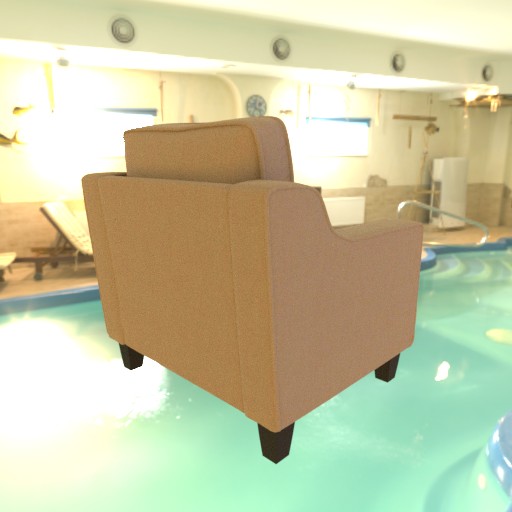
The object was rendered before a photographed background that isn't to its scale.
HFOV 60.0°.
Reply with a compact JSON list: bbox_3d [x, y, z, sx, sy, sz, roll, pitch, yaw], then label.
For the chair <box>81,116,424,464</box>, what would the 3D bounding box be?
[{"bbox_3d":[0.000,0.000,1.655,0.922,0.948,0.882,13,18,43],"label":"chair"}]
